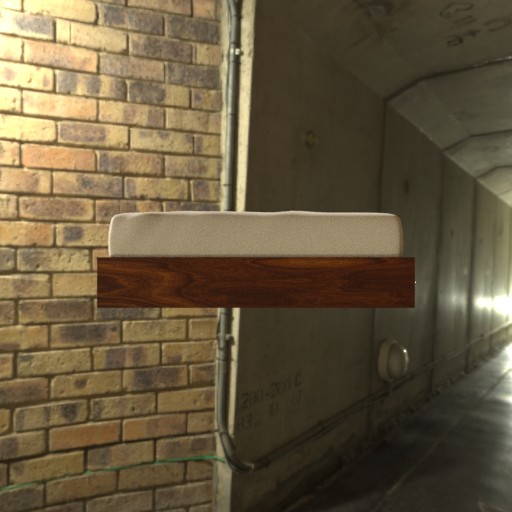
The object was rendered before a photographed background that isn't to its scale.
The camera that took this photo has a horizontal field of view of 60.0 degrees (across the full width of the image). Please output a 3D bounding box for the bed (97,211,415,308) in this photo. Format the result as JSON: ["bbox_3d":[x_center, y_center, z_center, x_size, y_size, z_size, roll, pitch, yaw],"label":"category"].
[{"bbox_3d":[0.000,0.000,2.240,0.940,0.312,1.860,0,0,0],"label":"bed"}]
